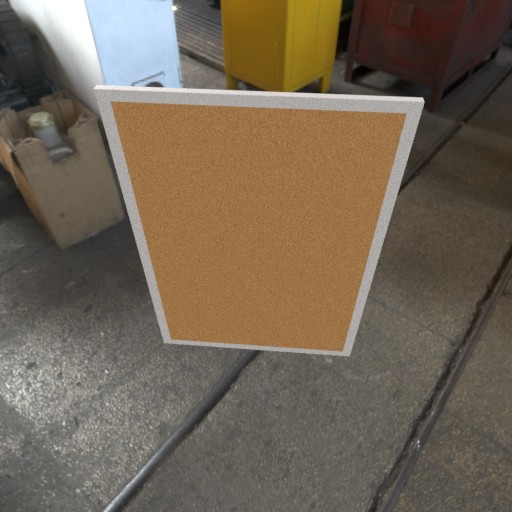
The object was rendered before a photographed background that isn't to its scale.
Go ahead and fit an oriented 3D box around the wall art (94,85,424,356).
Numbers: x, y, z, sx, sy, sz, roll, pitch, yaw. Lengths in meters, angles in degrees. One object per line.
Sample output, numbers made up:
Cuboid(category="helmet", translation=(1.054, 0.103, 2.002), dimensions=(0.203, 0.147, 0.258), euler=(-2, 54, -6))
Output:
Cuboid(category="wall art", translation=(0.000, 0.000, 0.852), dimensions=(0.456, 0.656, 0.013), euler=(3, 47, 3))
